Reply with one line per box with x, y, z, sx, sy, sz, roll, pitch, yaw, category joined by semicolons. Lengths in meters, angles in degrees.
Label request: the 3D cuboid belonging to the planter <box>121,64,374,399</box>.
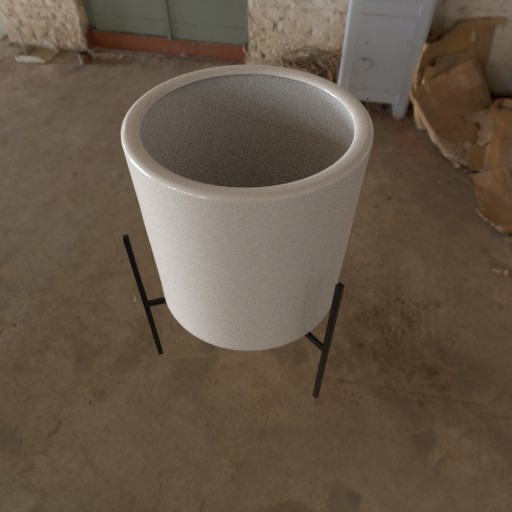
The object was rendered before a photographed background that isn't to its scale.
0.000;0.000;0.646;0.307;0.431;0.308;-32;55;-26;planter
